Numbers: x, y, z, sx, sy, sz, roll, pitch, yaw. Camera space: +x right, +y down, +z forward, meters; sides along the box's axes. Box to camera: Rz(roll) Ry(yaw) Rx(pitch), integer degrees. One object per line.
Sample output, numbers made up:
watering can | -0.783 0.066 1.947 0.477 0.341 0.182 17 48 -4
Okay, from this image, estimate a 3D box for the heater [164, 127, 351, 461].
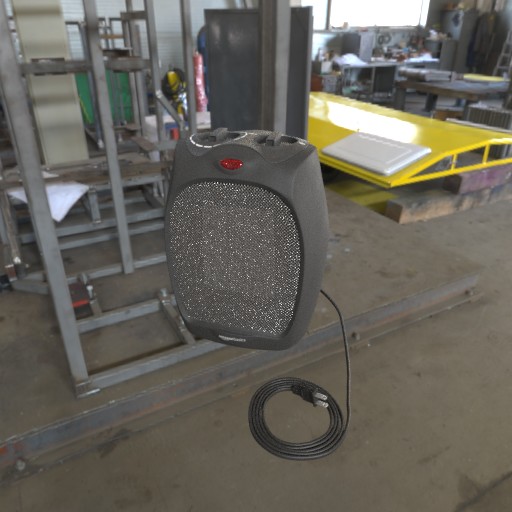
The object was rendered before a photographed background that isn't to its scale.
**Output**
heater | 0.000 0.000 0.474 0.239 0.240 0.291 8 29 14
